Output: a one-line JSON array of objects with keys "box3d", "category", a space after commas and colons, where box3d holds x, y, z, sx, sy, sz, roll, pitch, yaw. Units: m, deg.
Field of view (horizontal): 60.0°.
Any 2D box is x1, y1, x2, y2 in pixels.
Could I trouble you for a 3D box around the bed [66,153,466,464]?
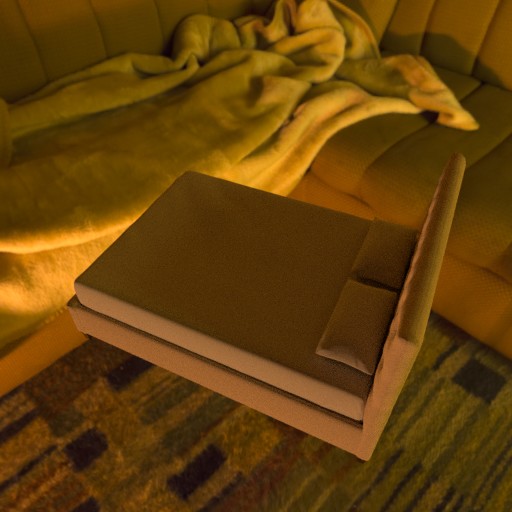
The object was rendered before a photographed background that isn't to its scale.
[{"box3d": [0.000, 0.000, 3.304, 2.387, 1.427, 1.698, 18, 48, 18], "category": "bed"}]
